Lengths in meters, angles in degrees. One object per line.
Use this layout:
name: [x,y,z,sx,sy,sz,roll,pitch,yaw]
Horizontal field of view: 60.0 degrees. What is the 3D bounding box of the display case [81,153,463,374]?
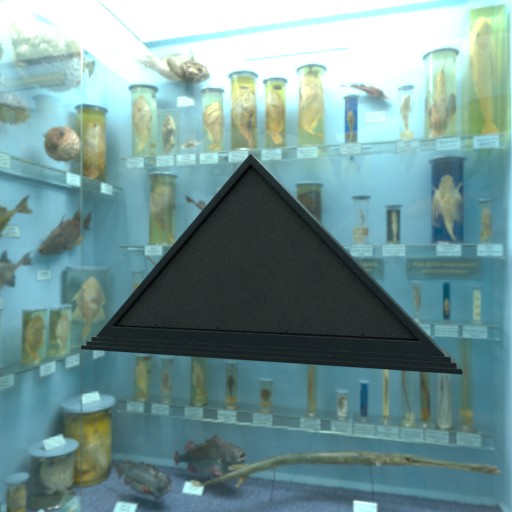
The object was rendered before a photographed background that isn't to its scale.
display case: [0.000,0.000,0.768,0.640,0.340,0.095,0,-1,16]
